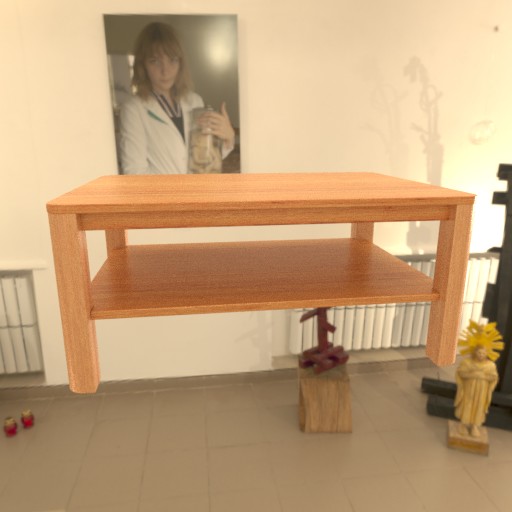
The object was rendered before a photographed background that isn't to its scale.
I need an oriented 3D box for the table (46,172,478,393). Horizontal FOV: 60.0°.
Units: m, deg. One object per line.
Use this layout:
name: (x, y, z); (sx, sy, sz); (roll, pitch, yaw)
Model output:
table: (0.000, 0.000, 1.371); (0.997, 0.445, 0.696); (-2, 16, -8)
